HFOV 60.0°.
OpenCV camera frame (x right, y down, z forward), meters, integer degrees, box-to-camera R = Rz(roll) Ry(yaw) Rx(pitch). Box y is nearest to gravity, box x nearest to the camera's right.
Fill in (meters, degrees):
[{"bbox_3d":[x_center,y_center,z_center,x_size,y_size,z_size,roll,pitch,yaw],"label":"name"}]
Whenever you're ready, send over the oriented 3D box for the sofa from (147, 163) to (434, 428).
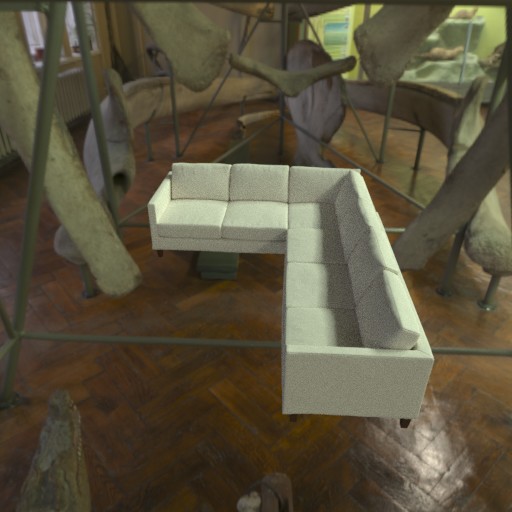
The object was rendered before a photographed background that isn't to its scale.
[{"bbox_3d":[0.000,0.000,4.273,2.432,0.863,3.182,2,31,3],"label":"sofa"}]
